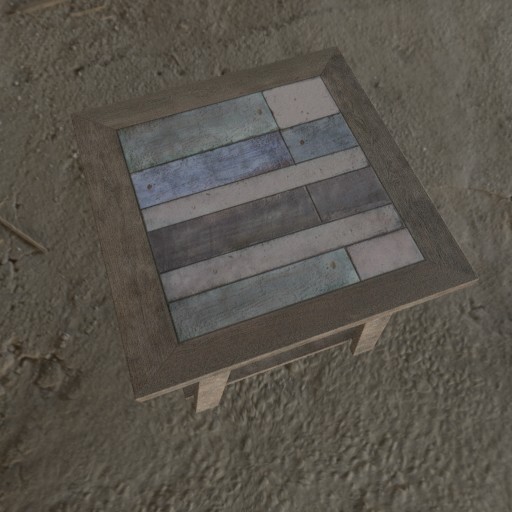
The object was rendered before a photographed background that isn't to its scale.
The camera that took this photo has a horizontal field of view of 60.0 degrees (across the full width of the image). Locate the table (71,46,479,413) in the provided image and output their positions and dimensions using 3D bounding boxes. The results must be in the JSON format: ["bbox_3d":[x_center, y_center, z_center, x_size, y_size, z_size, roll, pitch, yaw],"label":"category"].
[{"bbox_3d":[0.000,0.000,1.124,0.610,0.610,0.610,-18,66,-8],"label":"table"}]
